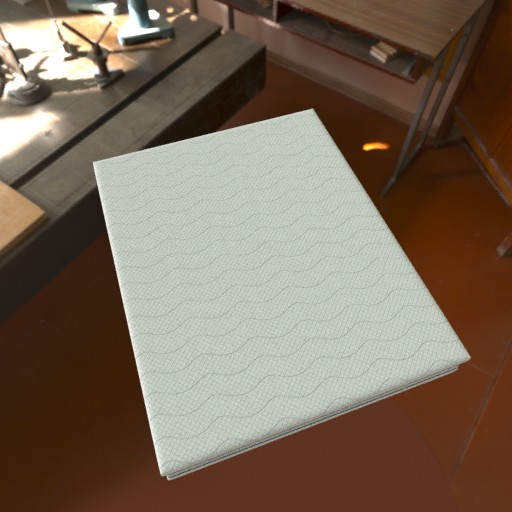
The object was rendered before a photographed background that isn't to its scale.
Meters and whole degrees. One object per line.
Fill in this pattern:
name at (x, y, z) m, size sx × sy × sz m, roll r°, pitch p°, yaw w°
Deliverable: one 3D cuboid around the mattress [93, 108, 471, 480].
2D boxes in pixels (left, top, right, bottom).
mattress at (0.000, 0.000, 2.679) m, size 1.600 × 0.230 × 2.000 m, roll -17°, pitch 59°, yaw -10°
